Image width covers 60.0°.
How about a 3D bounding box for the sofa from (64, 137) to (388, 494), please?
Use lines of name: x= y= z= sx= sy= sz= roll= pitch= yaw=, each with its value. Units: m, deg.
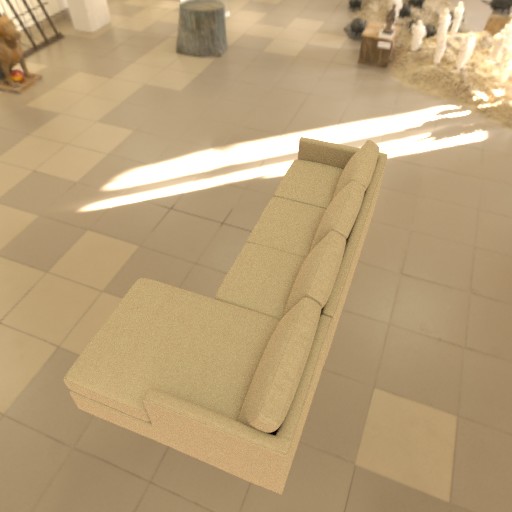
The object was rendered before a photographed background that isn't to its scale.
sofa: x=0.000 y=0.000 z=3.816 sx=1.622 sy=0.867 sz=3.177 roll=16 pitch=48 yaw=15
